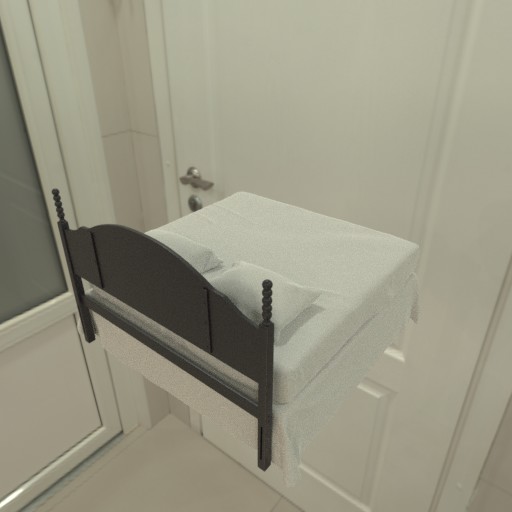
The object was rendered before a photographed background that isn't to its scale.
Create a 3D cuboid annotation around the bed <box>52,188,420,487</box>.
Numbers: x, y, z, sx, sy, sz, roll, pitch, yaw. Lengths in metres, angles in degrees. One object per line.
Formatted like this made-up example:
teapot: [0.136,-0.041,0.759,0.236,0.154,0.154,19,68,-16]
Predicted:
bed: [0.000,0.000,3.618,2.322,1.355,2.219,22,36,33]
